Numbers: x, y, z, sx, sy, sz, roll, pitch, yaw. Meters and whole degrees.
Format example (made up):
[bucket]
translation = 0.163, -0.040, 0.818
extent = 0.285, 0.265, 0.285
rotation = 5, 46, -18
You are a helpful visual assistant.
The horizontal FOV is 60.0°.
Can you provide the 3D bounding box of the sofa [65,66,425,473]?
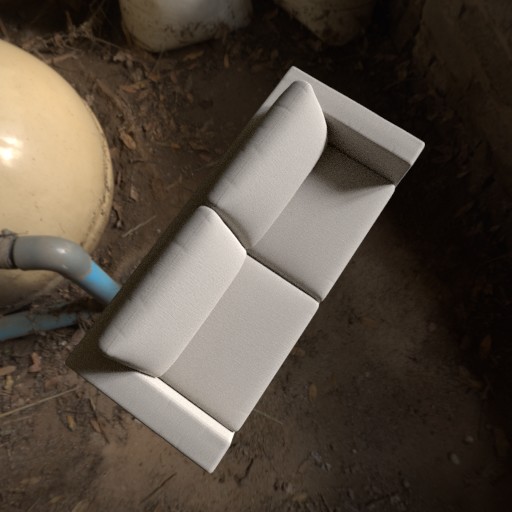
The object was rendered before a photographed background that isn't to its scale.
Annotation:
[sofa]
translation = 0.000, 0.000, 2.613
extent = 0.954, 0.881, 2.163
rotation = 34, 78, 8
